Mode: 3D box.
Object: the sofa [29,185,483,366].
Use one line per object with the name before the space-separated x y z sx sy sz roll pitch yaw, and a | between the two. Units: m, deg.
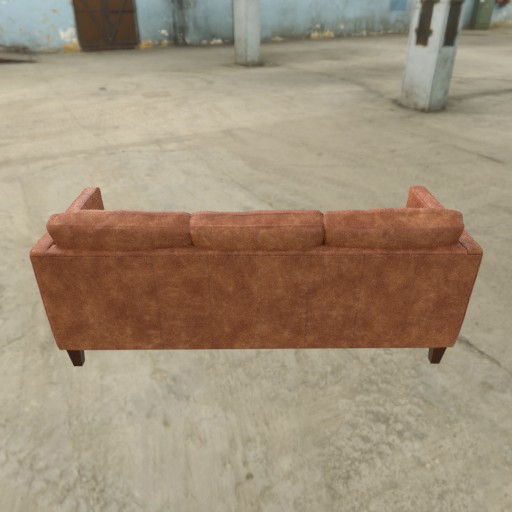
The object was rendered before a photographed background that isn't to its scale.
sofa | 0.000 0.000 2.959 2.464 1.006 1.045 0 30 -1
